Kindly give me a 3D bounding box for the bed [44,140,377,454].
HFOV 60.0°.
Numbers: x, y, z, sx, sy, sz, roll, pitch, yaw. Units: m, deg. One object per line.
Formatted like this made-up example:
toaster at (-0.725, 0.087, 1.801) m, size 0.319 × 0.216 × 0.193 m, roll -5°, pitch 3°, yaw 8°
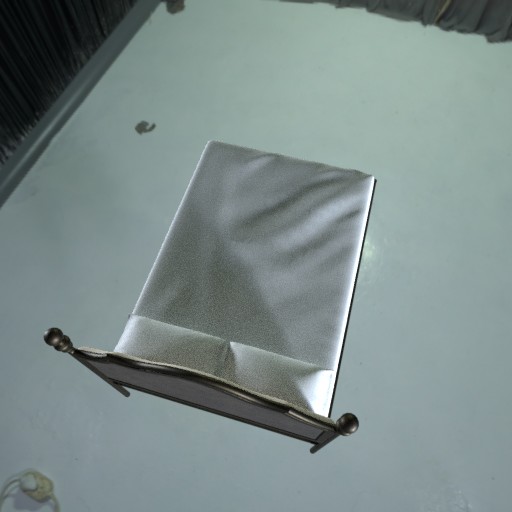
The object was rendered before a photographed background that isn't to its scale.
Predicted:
bed at (0.000, 0.000, 3.123) m, size 1.533 × 1.462 × 2.170 m, roll 14°, pitch 63°, yaw 7°
